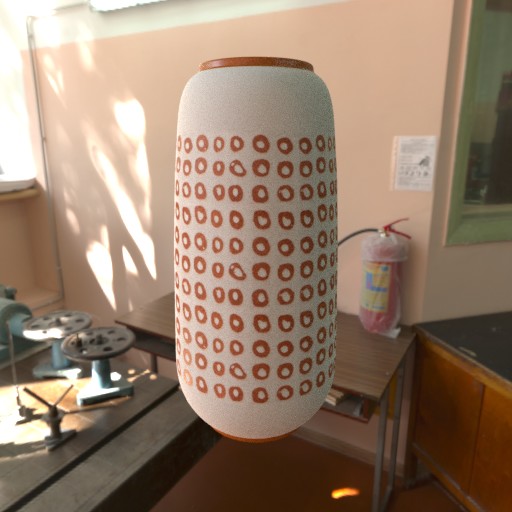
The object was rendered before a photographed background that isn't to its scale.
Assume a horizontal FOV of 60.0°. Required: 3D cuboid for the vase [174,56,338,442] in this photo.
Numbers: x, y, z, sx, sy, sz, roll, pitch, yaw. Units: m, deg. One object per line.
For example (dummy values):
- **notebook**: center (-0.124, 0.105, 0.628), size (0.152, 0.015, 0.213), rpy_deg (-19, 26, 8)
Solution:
- **vase**: center (0.000, 0.000, 0.354), size (0.133, 0.282, 0.133), rpy_deg (0, 15, 0)
